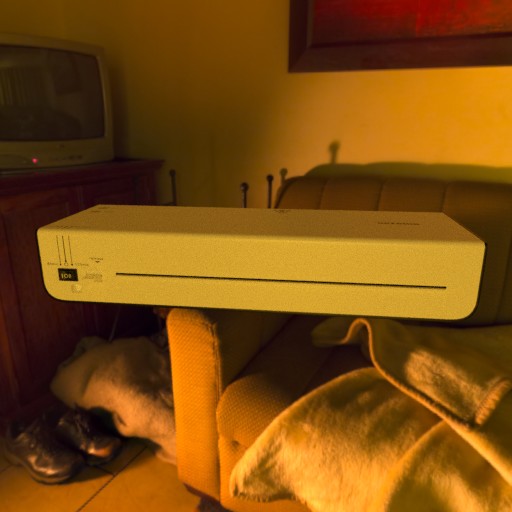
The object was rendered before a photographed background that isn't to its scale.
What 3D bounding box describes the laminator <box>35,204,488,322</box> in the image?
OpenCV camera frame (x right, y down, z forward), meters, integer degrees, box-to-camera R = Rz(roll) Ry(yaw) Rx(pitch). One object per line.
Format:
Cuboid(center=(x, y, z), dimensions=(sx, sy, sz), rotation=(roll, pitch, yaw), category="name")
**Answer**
Cuboid(center=(0.000, 0.000, 0.386), dimensions=(0.340, 0.062, 0.123), rotation=(2, 17, 7), category="laminator")
